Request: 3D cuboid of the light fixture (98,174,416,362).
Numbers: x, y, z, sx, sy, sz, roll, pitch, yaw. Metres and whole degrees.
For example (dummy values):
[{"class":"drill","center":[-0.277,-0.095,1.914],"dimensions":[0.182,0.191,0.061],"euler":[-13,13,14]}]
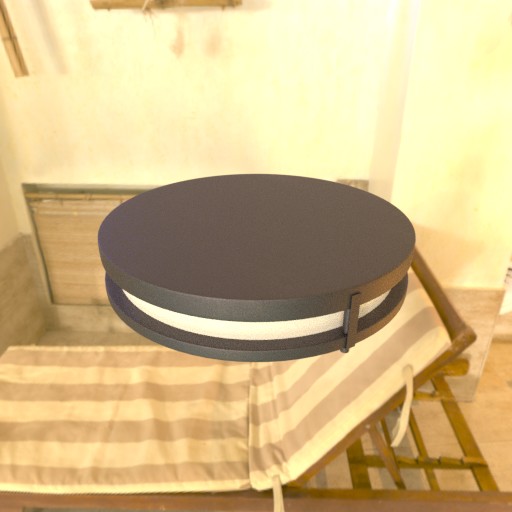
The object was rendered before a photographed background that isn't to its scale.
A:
[{"class":"light fixture","center":[0.000,0.000,0.540],"dimensions":[0.356,0.102,0.356],"euler":[0,27,0]}]
